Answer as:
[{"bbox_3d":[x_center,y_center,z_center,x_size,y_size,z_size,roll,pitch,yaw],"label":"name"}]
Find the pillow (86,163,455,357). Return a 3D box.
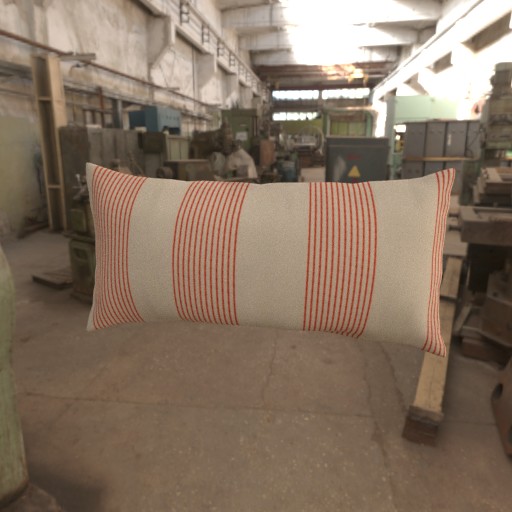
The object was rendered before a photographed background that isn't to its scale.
[{"bbox_3d":[0.000,0.000,0.727,0.608,0.292,0.156,2,15,9],"label":"pillow"}]
